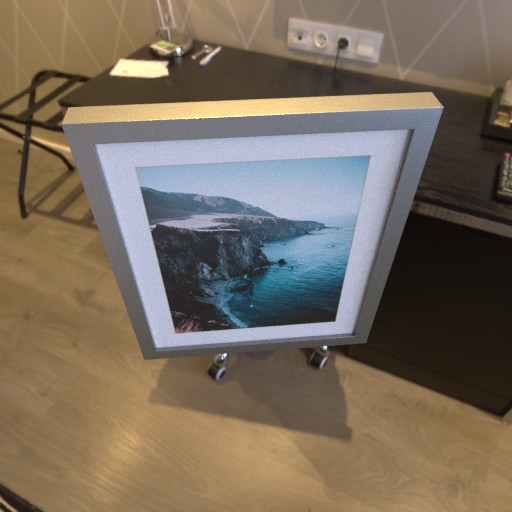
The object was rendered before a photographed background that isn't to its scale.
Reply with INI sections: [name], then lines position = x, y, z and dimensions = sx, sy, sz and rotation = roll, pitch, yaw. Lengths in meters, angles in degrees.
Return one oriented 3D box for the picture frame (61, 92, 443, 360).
[picture frame]
position = 0.000, 0.000, 1.344
dimensions = 0.839, 0.968, 0.073
rotation = -4, 47, -3
